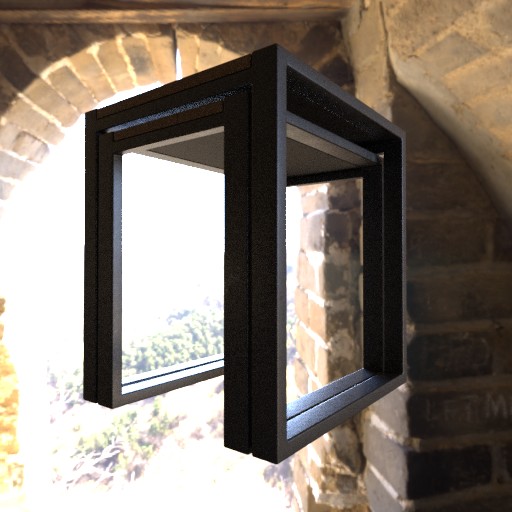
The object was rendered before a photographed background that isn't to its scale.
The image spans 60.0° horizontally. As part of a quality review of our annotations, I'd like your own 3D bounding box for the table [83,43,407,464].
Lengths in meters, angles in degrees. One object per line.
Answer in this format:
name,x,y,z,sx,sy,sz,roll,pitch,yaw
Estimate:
table,0.000,0.000,0.908,0.449,0.550,0.500,-1,-1,37
